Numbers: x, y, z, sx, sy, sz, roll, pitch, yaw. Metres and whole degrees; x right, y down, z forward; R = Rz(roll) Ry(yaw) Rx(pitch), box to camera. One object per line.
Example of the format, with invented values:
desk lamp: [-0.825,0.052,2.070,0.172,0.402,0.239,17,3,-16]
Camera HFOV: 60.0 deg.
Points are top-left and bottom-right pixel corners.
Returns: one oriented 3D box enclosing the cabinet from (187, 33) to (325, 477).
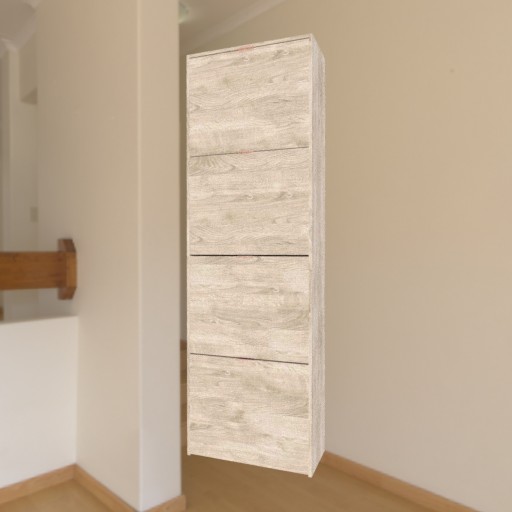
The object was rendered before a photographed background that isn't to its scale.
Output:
cabinet: [0.000,0.000,1.819,0.520,1.630,0.250,0,1,20]
